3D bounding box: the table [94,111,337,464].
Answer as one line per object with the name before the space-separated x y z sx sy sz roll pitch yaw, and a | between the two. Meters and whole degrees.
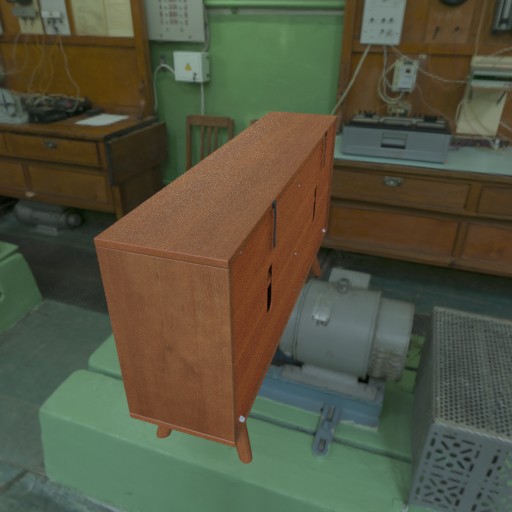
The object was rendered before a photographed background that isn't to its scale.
table | 0.000 0.000 1.502 0.308 0.698 1.220 9 31 16
